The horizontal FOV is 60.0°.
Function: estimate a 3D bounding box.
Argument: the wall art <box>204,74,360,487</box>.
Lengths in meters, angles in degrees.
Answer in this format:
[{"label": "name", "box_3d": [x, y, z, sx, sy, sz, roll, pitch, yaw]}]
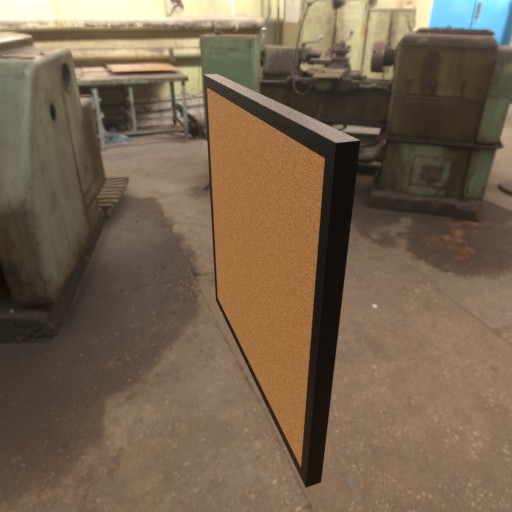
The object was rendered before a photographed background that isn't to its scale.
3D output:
[{"label": "wall art", "box_3d": [0.000, 0.000, 1.109, 0.038, 0.762, 0.762, -10, 31, -17]}]
